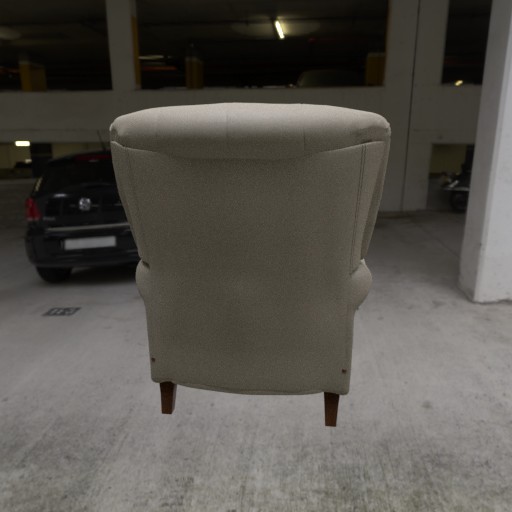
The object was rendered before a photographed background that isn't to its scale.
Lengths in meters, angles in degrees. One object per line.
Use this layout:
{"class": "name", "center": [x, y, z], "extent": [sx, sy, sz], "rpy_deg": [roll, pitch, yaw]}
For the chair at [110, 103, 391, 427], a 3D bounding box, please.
{"class": "chair", "center": [0.000, 0.000, 1.860], "extent": [0.943, 1.158, 1.059], "rpy_deg": [2, 15, 7]}
